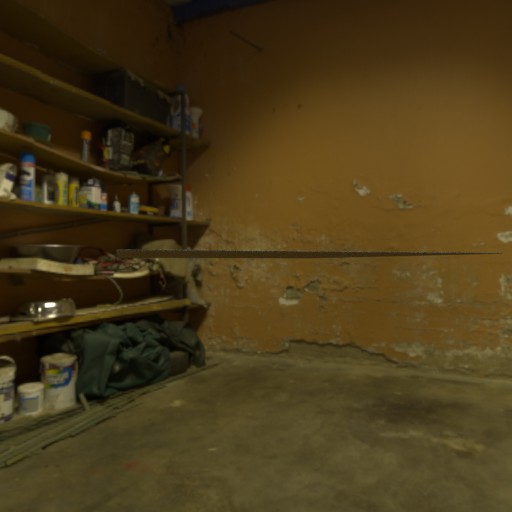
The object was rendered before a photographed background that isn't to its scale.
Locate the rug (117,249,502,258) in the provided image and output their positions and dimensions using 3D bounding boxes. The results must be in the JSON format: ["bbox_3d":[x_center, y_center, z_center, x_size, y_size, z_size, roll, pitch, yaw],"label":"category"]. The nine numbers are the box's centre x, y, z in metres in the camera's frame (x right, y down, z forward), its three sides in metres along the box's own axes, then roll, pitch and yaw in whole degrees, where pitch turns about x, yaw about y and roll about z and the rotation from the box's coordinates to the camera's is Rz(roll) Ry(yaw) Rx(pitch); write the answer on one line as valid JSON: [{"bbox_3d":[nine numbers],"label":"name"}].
[{"bbox_3d":[0.000,0.000,4.077,2.443,0.007,3.200,0,-1,-17],"label":"rug"}]
